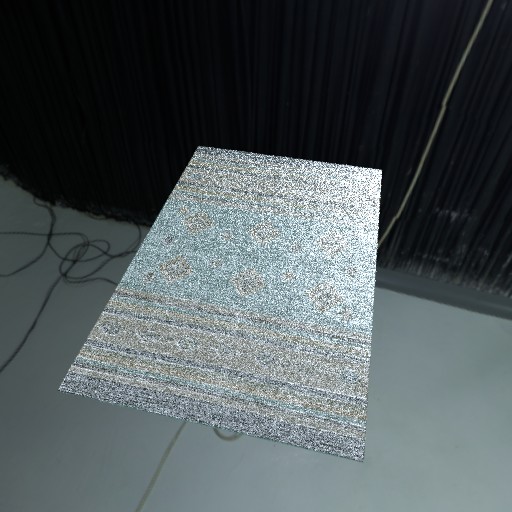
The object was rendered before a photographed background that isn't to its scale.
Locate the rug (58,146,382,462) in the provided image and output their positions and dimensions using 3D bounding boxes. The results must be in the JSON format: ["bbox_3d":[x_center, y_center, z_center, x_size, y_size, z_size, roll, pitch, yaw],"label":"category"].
[{"bbox_3d":[0.000,0.000,2.288,1.212,0.010,1.811,10,47,9],"label":"rug"}]
